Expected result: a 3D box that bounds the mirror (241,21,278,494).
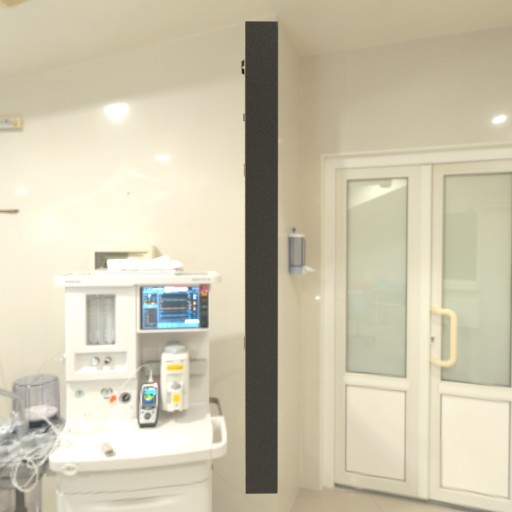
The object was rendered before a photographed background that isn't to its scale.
[{"bbox_3d":[0.000,0.000,0.678,0.041,0.508,0.405,0,1,-1],"label":"mirror"}]
